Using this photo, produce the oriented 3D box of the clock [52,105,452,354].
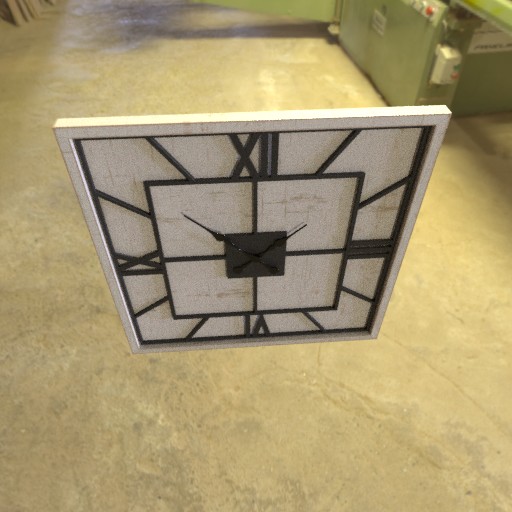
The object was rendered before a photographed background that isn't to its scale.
[{"bbox_3d":[0.000,0.000,1.039,0.705,0.705,0.032,-3,45,-3],"label":"clock"}]
